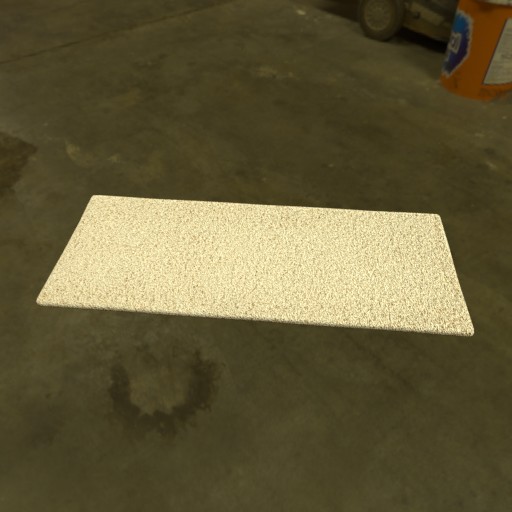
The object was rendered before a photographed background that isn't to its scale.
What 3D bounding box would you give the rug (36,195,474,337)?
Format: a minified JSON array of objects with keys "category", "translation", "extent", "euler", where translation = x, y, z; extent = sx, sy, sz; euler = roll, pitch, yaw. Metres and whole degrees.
[{"category":"rug","translation":[0.000,0.000,1.740],"extent":[1.524,0.030,0.609],"euler":[4,47,3]}]
